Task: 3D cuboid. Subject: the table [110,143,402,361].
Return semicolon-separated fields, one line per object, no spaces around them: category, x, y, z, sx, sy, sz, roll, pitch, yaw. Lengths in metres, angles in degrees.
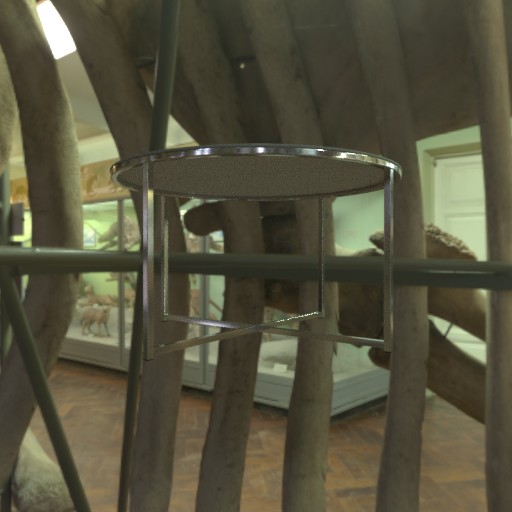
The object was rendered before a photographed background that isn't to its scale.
table;0.000;0.000;1.278;0.800;0.450;0.800;0;0;0
